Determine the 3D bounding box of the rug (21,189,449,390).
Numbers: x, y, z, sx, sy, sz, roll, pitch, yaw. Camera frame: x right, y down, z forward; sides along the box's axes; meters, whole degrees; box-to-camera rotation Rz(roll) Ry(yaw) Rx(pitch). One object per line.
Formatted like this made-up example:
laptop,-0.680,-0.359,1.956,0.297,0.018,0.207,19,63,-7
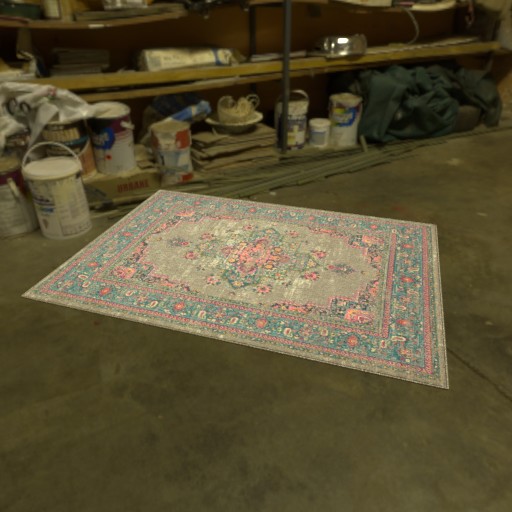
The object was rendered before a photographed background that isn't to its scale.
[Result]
rug,0.000,0.000,2.809,2.214,0.013,1.609,9,32,15
